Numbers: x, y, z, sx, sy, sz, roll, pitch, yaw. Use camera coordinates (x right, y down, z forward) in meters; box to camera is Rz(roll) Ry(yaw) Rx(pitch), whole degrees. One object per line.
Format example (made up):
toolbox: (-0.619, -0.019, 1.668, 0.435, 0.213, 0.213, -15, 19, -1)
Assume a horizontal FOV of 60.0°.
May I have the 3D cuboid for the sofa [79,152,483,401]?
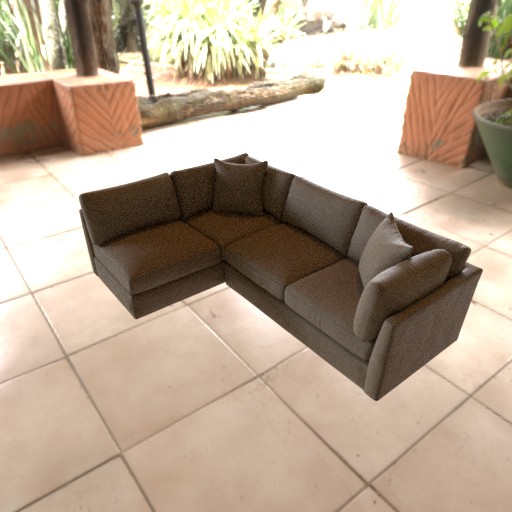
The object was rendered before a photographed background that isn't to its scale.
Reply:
sofa: (0.000, 0.000, 3.805, 1.994, 0.978, 2.896, -22, 37, -32)
